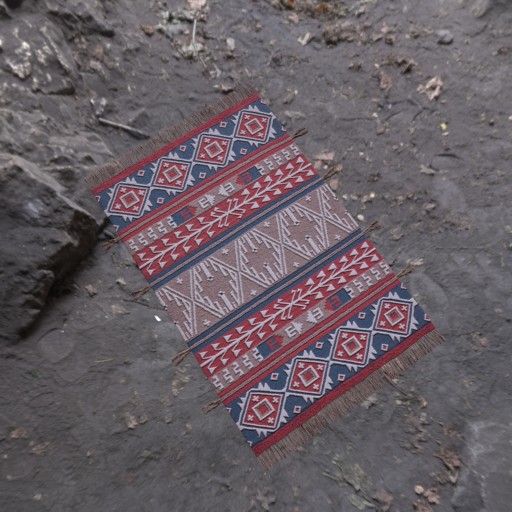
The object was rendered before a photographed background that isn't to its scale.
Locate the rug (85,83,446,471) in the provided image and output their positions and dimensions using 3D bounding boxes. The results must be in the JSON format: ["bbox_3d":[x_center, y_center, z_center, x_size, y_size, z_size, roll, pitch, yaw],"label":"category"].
[{"bbox_3d":[0.000,0.000,2.614,1.469,0.040,2.025,-33,78,-8],"label":"rug"}]
